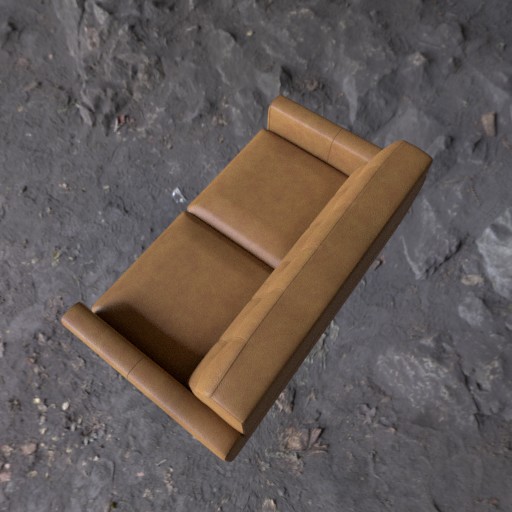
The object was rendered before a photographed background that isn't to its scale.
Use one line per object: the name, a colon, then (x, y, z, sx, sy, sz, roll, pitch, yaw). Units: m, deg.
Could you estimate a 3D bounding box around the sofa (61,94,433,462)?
sofa: (0.000, 0.000, 2.225, 0.952, 0.925, 1.651, 34, 69, 15)
